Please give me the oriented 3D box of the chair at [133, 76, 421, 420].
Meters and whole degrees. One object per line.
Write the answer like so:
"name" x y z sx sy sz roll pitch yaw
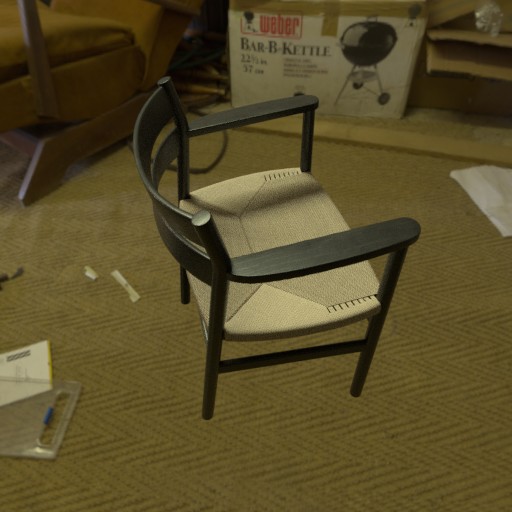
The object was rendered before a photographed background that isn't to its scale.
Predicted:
"chair" 0.000 0.000 1.186 0.508 0.775 0.630 -10 46 -10
